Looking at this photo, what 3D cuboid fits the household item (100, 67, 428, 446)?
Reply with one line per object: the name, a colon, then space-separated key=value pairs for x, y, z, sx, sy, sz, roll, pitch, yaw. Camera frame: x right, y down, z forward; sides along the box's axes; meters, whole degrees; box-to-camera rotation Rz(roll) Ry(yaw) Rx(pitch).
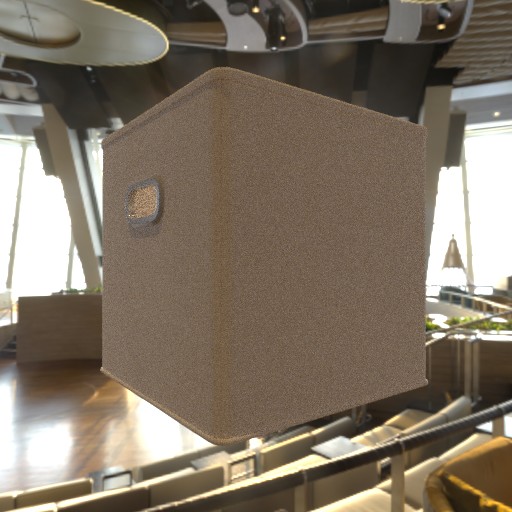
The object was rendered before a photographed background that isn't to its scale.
household item: x=0.000 y=0.000 z=0.561 sx=0.305 sy=0.305 sz=0.305 roll=0 pitch=0 yaw=-37
